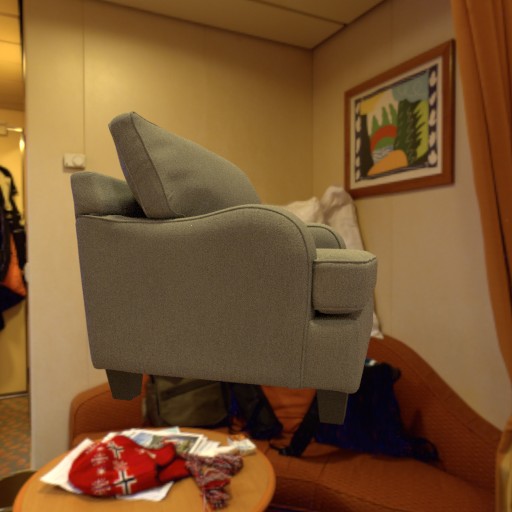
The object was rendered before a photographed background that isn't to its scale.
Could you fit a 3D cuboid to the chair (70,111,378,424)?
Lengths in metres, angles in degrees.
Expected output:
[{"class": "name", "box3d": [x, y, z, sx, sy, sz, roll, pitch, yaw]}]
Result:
[{"class": "chair", "box3d": [0.000, 0.000, 1.997, 1.041, 1.016, 1.220, 0, 1, 17]}]
